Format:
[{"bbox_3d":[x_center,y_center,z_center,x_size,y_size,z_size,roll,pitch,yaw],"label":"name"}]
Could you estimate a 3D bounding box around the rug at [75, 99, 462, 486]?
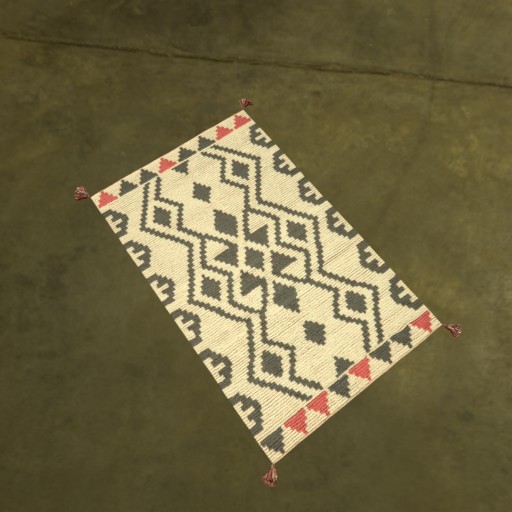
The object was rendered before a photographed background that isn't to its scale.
[{"bbox_3d":[0.000,0.000,3.355,1.741,0.066,2.672,-34,71,-14],"label":"rug"}]
